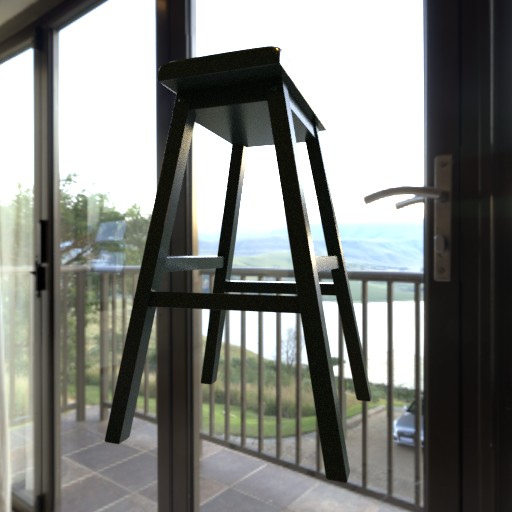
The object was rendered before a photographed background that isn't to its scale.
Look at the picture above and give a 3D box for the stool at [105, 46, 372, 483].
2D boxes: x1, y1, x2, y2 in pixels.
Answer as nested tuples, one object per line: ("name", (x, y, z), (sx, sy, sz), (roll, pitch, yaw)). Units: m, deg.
("stool", (0.000, 0.000, 1.013), (0.476, 0.737, 0.457), (0, 0, 19))
